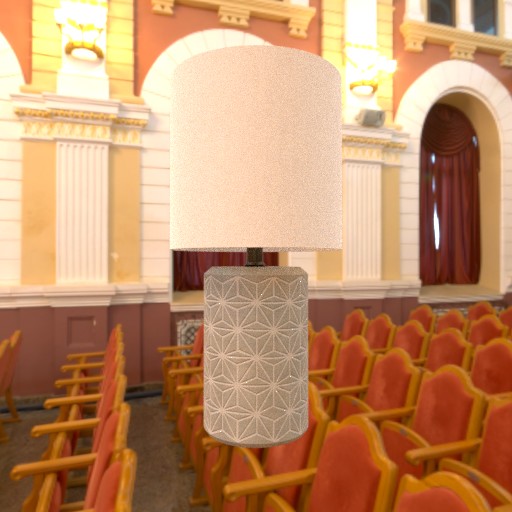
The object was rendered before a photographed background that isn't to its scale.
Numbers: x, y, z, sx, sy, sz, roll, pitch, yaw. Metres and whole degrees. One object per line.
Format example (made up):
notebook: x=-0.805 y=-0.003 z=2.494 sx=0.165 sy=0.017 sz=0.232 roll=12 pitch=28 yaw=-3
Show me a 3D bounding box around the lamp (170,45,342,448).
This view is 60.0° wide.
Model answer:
lamp: x=0.000 y=0.000 z=0.540 sx=0.206 sy=0.416 sz=0.206 roll=0 pitch=-1 yaw=-17
